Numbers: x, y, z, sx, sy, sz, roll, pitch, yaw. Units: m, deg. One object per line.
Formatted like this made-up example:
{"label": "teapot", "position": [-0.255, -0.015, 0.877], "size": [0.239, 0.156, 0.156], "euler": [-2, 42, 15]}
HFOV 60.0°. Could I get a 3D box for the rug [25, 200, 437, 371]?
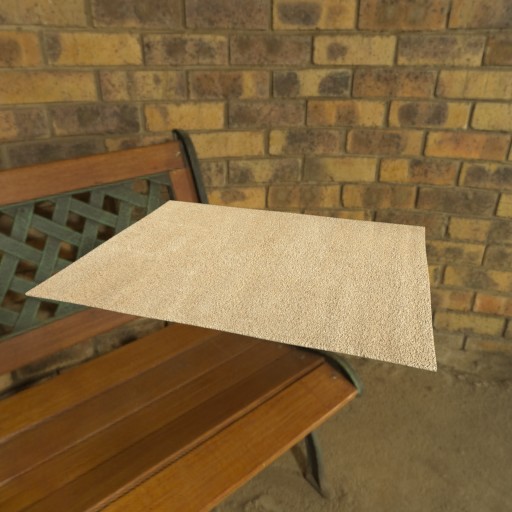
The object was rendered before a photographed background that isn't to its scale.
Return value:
{"label": "rug", "position": [0.000, 0.000, 4.071], "size": [3.000, 0.025, 2.400], "euler": [8, 26, 16]}
